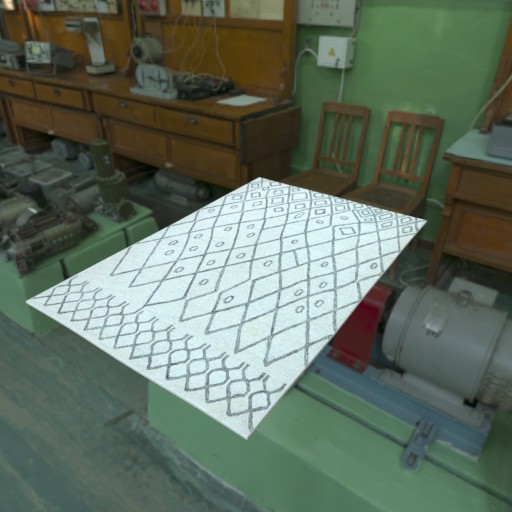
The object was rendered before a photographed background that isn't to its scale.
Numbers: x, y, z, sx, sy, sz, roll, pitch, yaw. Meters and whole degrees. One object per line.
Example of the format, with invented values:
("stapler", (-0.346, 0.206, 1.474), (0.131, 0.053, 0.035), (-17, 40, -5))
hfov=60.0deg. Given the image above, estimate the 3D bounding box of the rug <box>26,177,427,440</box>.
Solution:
("rug", (0.000, 0.000, 2.311), (1.222, 0.015, 1.828), (20, 37, 29))
